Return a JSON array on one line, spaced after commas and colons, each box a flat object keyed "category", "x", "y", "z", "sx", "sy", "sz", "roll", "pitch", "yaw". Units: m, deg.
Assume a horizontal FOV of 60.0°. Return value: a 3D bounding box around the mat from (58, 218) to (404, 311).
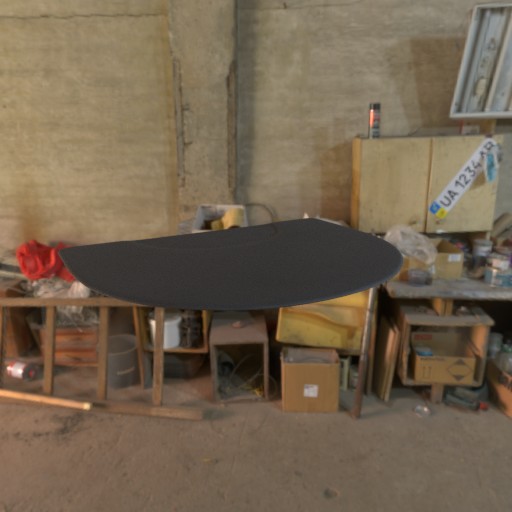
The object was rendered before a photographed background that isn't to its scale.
[{"category": "mat", "x": 0.000, "y": 0.000, "z": 1.600, "sx": 1.220, "sy": 0.016, "sz": 0.917, "roll": -9, "pitch": 18, "yaw": -29}]
